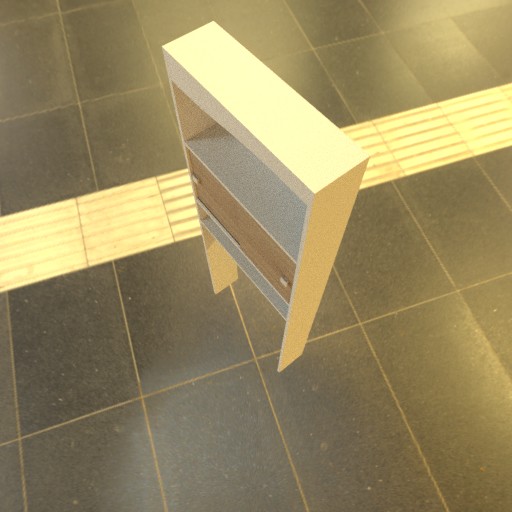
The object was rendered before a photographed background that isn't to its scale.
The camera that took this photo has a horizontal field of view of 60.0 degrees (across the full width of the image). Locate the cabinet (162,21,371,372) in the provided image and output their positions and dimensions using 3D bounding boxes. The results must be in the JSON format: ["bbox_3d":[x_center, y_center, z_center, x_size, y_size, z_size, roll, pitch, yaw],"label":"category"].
[{"bbox_3d":[0.000,0.000,1.934,0.192,1.770,0.643,-35,68,-17],"label":"cabinet"}]
